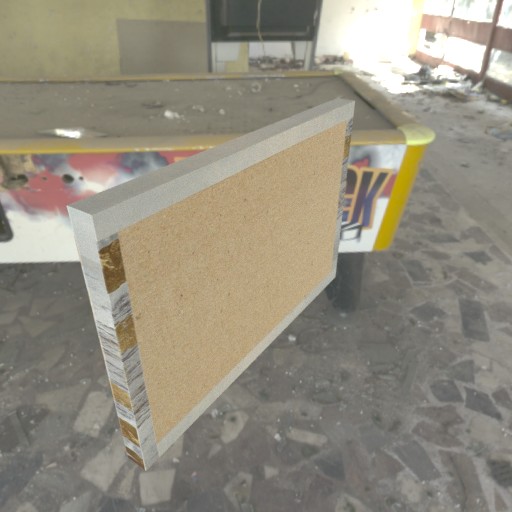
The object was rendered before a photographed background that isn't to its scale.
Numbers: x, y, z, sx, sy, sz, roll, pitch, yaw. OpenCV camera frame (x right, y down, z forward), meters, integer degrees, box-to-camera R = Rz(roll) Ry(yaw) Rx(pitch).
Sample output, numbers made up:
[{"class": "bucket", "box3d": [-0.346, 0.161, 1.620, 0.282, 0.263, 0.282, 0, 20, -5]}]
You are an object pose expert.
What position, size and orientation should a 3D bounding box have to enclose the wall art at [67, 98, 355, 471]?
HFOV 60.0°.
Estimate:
[{"class": "wall art", "box3d": [0.000, 0.000, 0.751, 0.041, 0.407, 0.606, 20, 37, 29]}]
